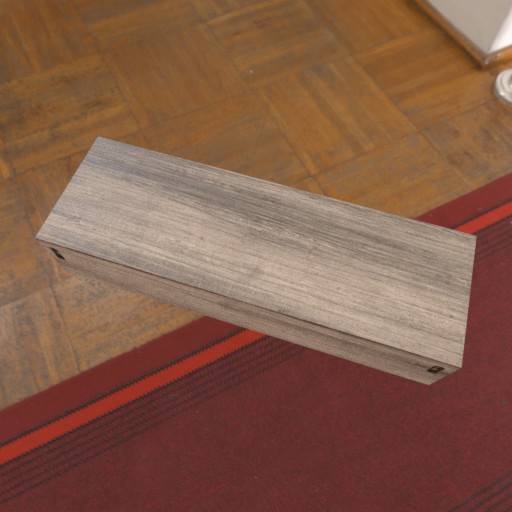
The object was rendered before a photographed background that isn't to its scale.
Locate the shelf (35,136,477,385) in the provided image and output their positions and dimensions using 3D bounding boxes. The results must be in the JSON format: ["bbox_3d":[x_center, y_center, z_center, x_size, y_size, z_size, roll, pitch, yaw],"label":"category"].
[{"bbox_3d":[0.000,0.000,0.699,0.610,0.125,0.200,16,65,8],"label":"shelf"}]
